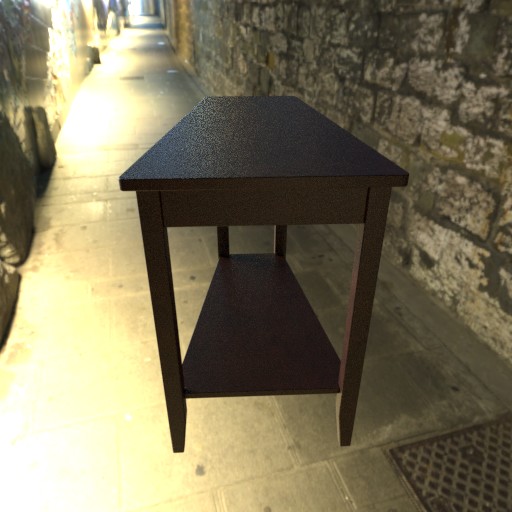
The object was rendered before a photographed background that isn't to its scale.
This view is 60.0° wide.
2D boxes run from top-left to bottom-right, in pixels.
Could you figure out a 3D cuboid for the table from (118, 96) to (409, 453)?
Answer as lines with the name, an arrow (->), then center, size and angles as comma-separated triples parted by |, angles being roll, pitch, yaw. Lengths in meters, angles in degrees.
table -> 0.000, 0.000, 1.007 | 0.399, 0.589, 0.605 | -1, 30, -2
